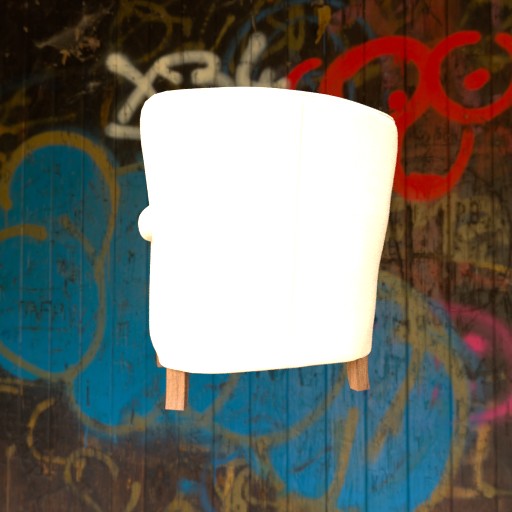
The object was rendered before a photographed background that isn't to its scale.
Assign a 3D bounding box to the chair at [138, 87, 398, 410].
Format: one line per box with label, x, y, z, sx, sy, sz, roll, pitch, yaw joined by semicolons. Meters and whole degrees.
chair;0.000;0.000;1.656;0.861;0.936;0.921;0;-2;-17
